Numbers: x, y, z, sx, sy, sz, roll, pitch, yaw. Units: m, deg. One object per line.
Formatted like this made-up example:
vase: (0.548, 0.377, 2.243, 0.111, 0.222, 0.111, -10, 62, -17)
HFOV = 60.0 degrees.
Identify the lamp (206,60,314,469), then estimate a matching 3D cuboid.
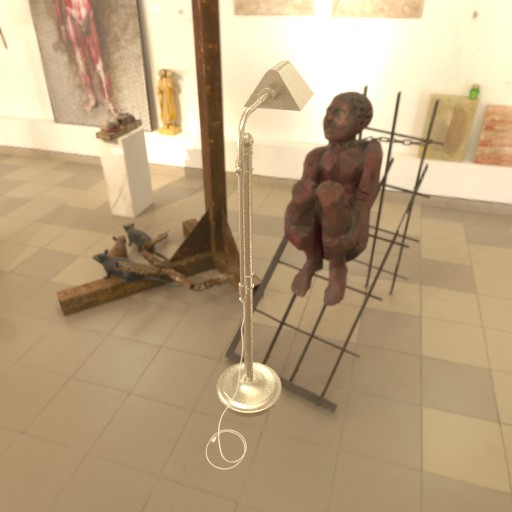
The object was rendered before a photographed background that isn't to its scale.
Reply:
lamp: (0.000, 0.000, 0.947, 0.159, 0.708, 0.546, 9, 34, 14)
